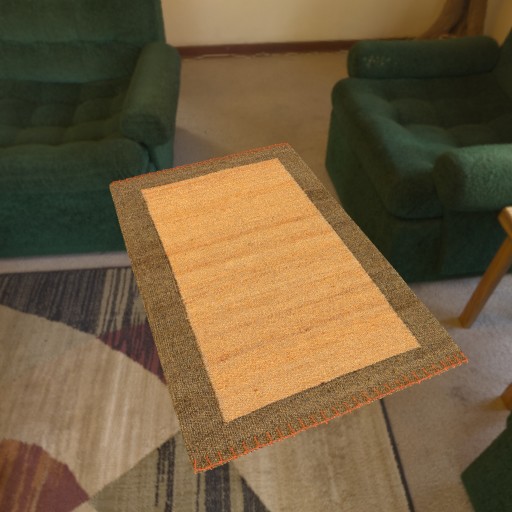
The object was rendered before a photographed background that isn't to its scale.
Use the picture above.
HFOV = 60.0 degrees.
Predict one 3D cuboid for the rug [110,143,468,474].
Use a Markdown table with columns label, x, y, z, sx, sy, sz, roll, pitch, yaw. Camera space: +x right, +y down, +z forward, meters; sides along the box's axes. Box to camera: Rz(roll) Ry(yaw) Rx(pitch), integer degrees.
| label | x | y | z | sx | sy | sz | roll | pitch | yaw |
| --- | --- | --- | --- | --- | --- | --- | --- | --- | --- |
| rug | 0.000 | 0.000 | 2.295 | 1.220 | 0.019 | 1.838 | -16 | 49 | -15 |
